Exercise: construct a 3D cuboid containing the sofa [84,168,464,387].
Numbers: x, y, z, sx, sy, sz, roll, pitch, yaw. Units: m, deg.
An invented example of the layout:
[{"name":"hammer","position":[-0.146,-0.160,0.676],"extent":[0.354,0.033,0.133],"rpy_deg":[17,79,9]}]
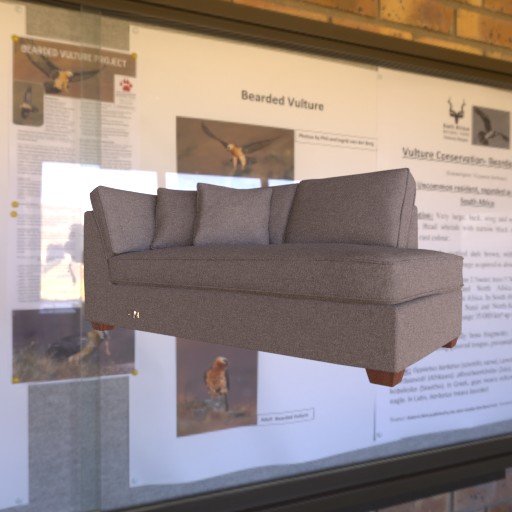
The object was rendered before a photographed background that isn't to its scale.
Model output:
[{"name":"sofa","position":[0.000,0.000,2.802],"extent":[2.237,1.033,1.110],"rpy_deg":[0,1,37]}]
